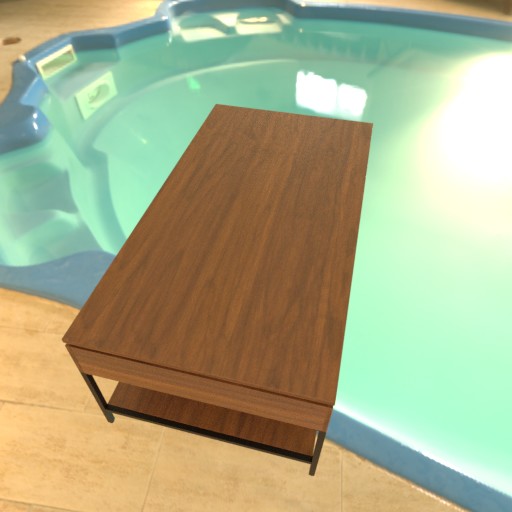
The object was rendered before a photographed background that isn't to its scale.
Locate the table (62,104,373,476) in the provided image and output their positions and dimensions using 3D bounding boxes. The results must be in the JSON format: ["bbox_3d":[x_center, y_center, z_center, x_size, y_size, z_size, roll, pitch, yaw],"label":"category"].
[{"bbox_3d":[0.000,0.000,1.384,0.574,0.414,1.057,10,47,10],"label":"table"}]
